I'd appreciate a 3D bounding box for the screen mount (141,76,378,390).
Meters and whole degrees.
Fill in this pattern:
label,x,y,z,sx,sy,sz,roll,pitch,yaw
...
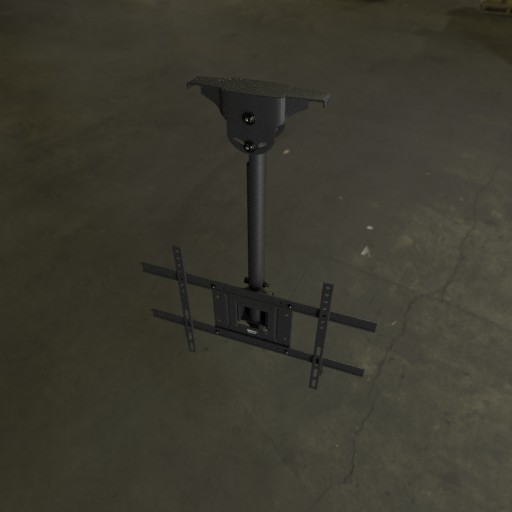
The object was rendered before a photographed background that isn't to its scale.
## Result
label,x,y,z,sx,sy,sz,roll,pitch,yaw
screen mount,0.000,0.000,1.027,0.595,0.775,0.090,13,43,15
